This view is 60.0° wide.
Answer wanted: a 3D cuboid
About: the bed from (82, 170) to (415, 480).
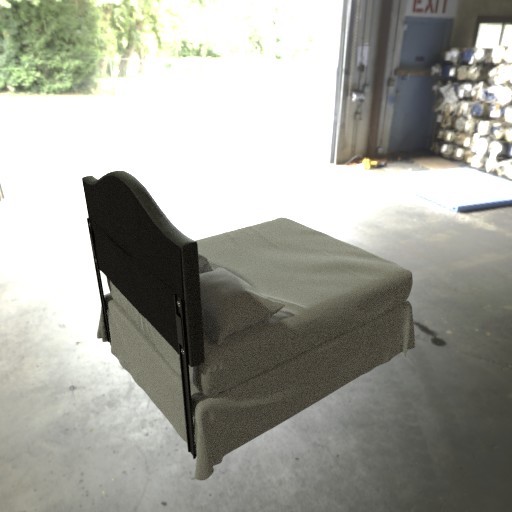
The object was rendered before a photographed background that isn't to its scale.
[{"bbox_3d":[0.000,0.000,3.531,2.221,1.645,1.876,-17,30,-33],"label":"bed"}]
